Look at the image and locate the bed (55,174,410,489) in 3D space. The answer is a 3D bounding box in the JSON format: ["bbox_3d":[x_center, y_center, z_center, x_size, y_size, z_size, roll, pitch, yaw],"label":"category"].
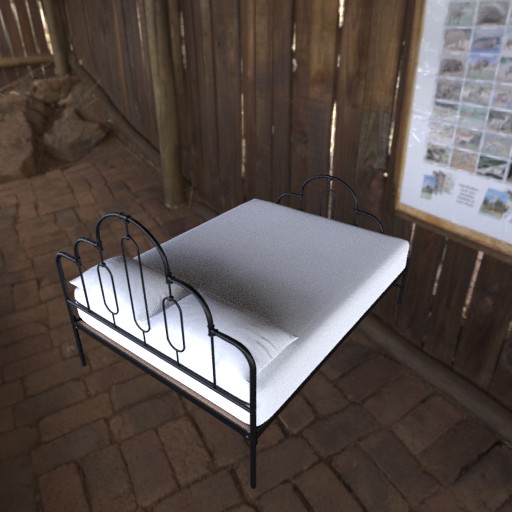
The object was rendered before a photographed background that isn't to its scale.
[{"bbox_3d":[0.000,0.000,3.278,1.626,1.444,2.181,20,35,32],"label":"bed"}]
